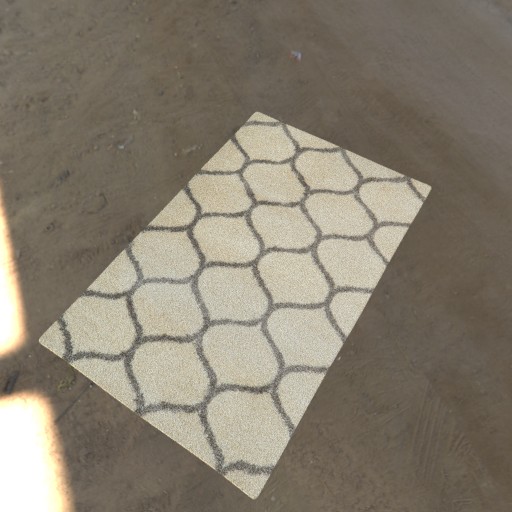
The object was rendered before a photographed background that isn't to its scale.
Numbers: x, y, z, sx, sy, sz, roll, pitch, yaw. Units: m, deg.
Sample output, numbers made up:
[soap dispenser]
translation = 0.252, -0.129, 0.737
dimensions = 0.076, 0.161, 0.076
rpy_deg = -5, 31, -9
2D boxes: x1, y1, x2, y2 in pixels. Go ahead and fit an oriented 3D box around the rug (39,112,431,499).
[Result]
[rug]
translation = 0.000, 0.000, 2.877
dimensions = 1.501, 0.024, 2.348
rpy_deg = 29, 62, 17
